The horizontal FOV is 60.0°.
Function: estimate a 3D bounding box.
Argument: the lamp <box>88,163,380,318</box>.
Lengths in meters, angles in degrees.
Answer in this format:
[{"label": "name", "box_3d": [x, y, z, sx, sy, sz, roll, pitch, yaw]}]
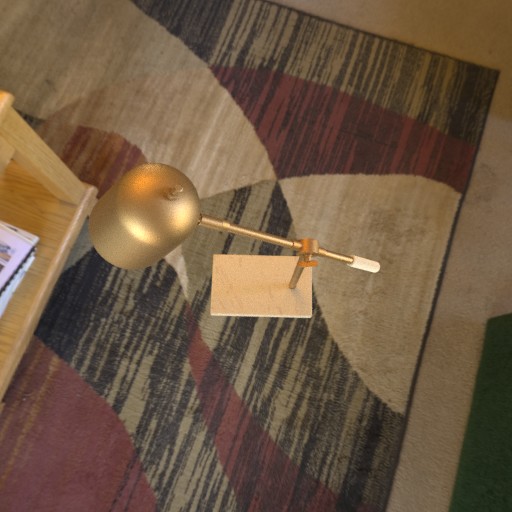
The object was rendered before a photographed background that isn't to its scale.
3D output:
[{"label": "lamp", "box_3d": [0.000, 0.000, 0.790, 0.471, 0.603, 0.144, 1, 75, 0]}]
